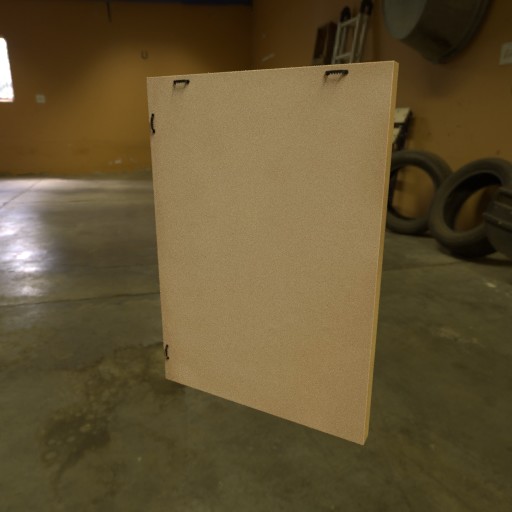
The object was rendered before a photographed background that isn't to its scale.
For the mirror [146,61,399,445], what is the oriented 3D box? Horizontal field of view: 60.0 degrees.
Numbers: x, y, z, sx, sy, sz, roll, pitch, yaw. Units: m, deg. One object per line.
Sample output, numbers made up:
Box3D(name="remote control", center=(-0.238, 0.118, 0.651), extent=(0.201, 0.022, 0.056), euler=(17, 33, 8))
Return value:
Box3D(name="mirror", center=(0.000, 0.000, 0.917), extent=(0.507, 0.710, 0.039), euler=(9, 18, 28))
